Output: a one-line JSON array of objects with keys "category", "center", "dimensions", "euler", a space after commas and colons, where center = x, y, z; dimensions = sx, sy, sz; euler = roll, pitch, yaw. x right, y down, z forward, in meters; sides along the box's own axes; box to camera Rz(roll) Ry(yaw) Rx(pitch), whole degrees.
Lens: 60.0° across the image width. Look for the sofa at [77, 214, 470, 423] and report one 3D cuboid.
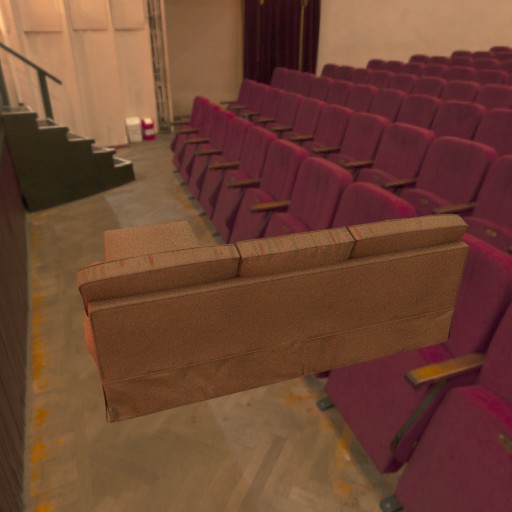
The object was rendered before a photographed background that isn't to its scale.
[{"category": "sofa", "center": [0.000, 0.000, 3.406], "dimensions": [2.475, 0.978, 1.733], "euler": [-9, 28, -17]}]
